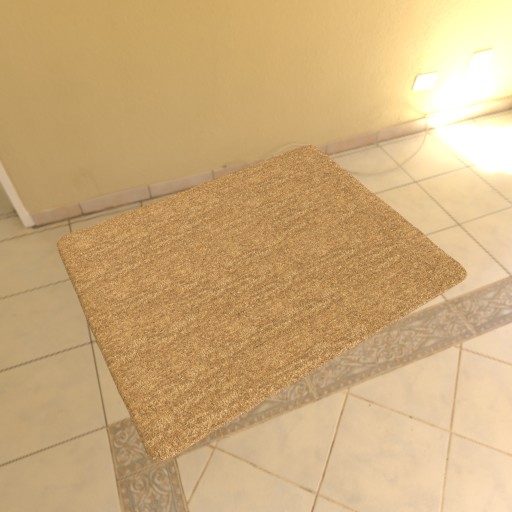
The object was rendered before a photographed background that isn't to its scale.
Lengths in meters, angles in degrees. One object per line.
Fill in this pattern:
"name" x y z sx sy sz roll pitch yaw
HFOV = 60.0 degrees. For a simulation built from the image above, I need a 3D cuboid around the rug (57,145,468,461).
"rug" 0.000 0.000 3.796 2.873 0.050 2.242 -25 53 -21
